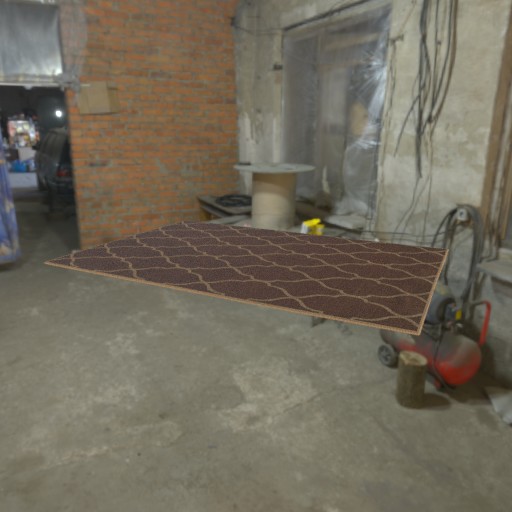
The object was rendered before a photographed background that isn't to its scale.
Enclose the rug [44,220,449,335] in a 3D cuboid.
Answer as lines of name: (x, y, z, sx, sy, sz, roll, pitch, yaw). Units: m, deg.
rug: (0.000, 0.000, 2.989, 2.294, 0.014, 1.528, 8, 18, 26)
